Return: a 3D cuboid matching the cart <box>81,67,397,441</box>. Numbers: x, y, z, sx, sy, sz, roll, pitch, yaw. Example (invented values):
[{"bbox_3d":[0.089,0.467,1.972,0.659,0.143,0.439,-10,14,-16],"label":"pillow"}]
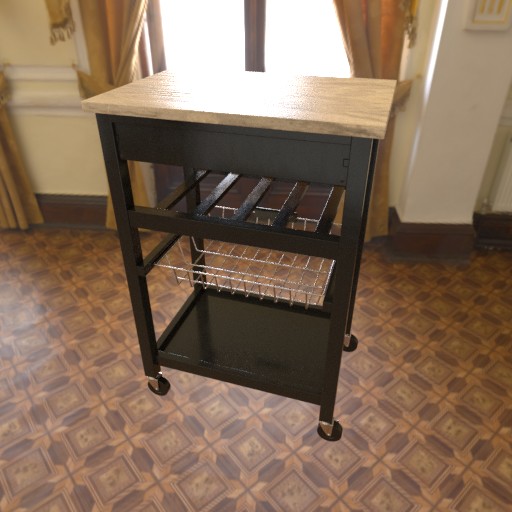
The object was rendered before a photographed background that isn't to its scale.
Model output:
[{"bbox_3d":[0.000,0.000,1.169,0.584,0.839,0.403,10,33,15],"label":"cart"}]
